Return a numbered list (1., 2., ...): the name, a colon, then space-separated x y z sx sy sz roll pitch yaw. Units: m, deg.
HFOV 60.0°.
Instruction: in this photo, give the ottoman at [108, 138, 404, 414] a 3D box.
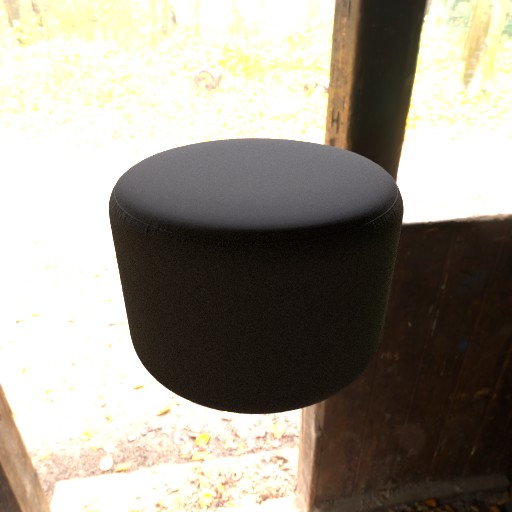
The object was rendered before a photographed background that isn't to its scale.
1. ottoman: 0.000 0.000 1.021 0.608 0.433 0.608 0 30 0
